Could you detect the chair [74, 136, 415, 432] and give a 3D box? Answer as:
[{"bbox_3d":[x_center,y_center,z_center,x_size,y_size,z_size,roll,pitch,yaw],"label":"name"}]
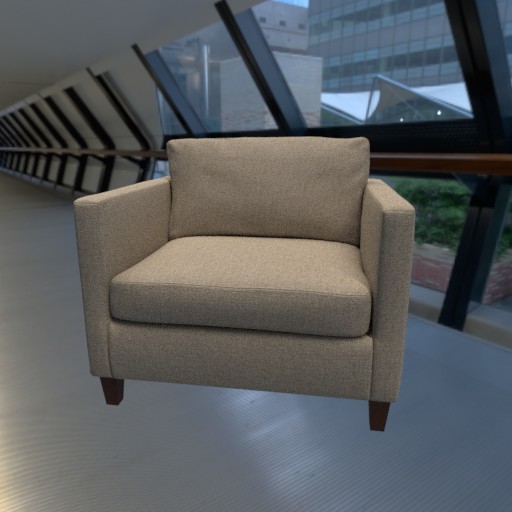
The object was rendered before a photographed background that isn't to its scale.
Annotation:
[{"bbox_3d":[0.000,0.000,1.847,1.107,0.961,0.959,2,15,9],"label":"chair"}]
